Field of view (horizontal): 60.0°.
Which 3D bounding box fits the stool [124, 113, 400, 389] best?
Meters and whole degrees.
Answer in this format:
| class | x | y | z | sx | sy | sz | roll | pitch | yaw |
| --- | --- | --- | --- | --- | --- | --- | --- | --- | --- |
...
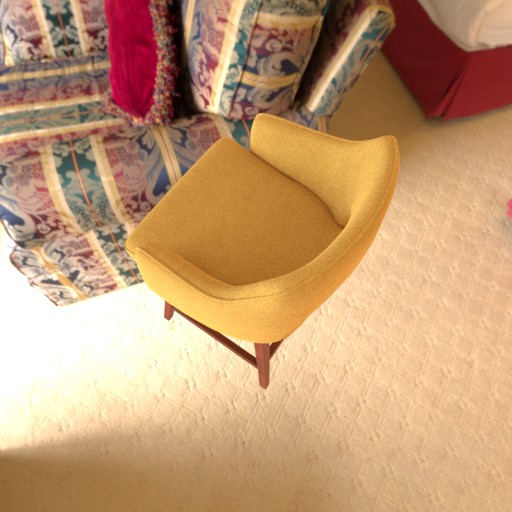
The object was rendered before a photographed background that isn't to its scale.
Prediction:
| class | x | y | z | sx | sy | sz | roll | pitch | yaw |
| --- | --- | --- | --- | --- | --- | --- | --- | --- | --- |
| stool | 0.000 | 0.000 | 1.292 | 0.558 | 0.924 | 0.548 | 32 | 68 | 14 |
